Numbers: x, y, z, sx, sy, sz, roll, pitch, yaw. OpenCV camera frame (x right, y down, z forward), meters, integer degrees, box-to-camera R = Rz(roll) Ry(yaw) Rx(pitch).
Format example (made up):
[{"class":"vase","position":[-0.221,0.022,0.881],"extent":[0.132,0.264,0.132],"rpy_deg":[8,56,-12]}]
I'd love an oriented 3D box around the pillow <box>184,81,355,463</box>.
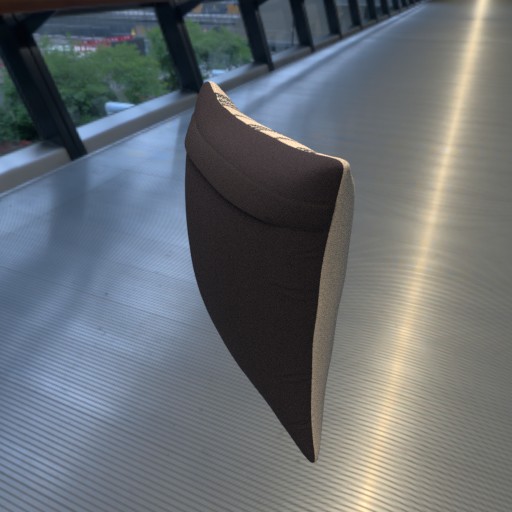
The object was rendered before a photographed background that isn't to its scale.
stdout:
[{"class":"pillow","position":[0.000,0.000,0.628],"extent":[0.173,0.406,0.405],"rpy_deg":[-12,33,-18]}]
